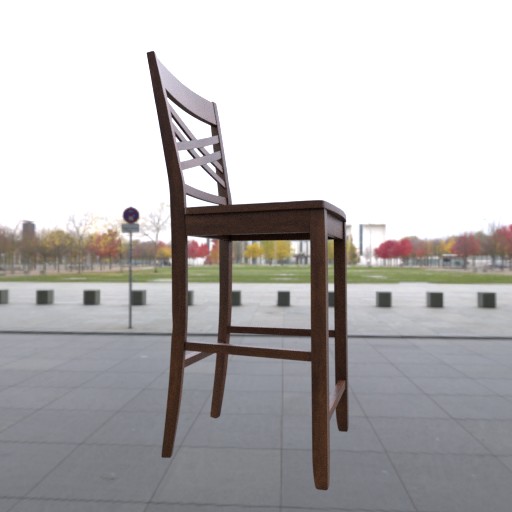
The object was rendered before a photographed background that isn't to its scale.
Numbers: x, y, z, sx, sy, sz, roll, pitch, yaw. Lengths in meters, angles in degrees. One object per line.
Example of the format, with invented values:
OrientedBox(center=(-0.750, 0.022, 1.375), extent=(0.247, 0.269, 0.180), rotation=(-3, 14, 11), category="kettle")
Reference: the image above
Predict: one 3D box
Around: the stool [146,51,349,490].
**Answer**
OrientedBox(center=(0.000, 0.000, 1.307), extent=(0.504, 1.098, 0.426), rotation=(0, -1, 19), category="stool")
